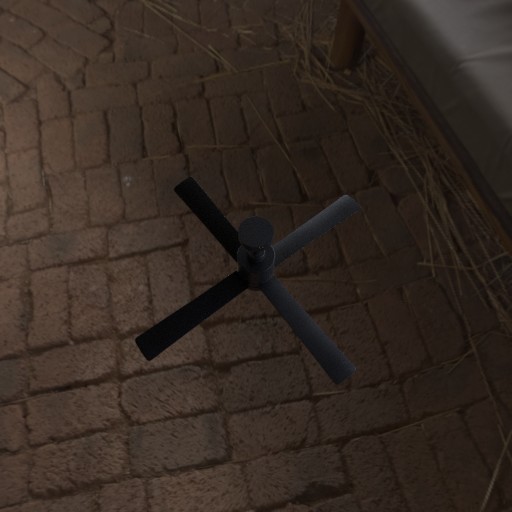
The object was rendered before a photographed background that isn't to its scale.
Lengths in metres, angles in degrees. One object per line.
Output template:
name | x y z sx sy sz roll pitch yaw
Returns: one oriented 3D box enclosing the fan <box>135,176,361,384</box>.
fan | 0.000 0.000 2.361 1.525 0.534 1.525 -34 69 -15
